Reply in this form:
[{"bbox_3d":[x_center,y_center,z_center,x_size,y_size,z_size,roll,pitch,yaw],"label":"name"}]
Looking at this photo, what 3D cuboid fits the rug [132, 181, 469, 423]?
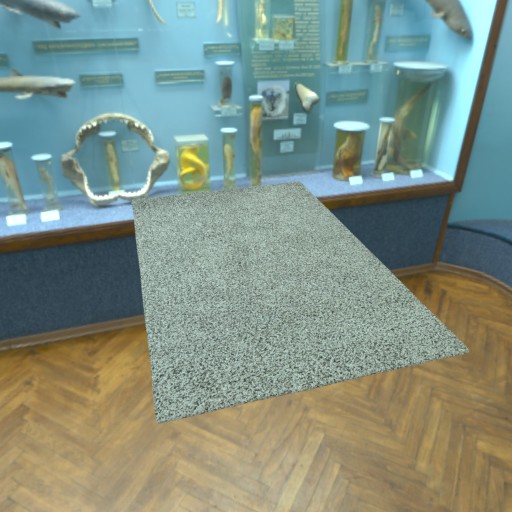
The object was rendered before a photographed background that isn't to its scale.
[{"bbox_3d":[0.000,0.000,3.465,1.778,0.030,2.743,-8,32,-14],"label":"rug"}]
